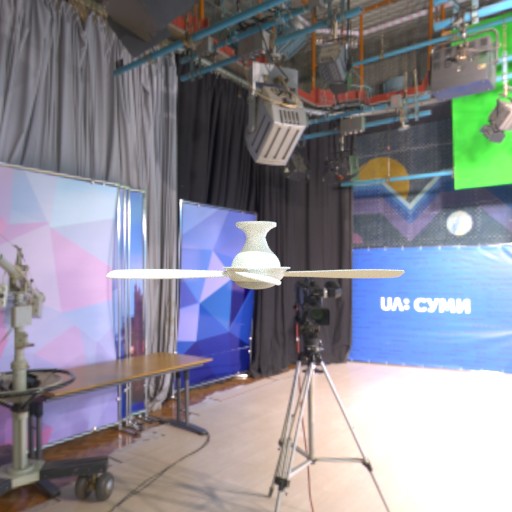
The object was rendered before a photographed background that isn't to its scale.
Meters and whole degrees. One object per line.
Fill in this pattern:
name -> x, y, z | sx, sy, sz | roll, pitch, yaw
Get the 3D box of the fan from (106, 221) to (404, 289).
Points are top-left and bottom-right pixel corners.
fan -> 0.000, 0.000, 2.555 | 1.694, 0.382, 1.693 | 0, -1, -1
